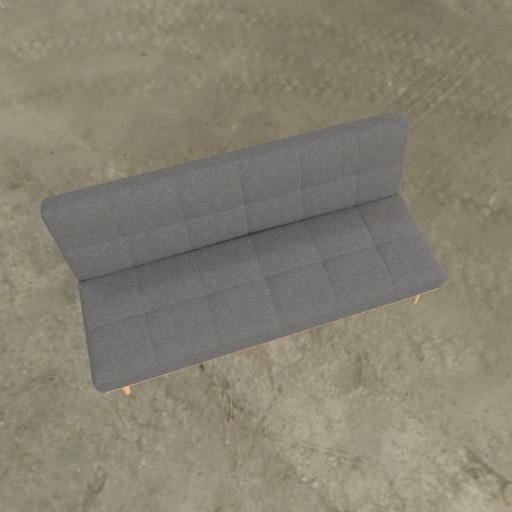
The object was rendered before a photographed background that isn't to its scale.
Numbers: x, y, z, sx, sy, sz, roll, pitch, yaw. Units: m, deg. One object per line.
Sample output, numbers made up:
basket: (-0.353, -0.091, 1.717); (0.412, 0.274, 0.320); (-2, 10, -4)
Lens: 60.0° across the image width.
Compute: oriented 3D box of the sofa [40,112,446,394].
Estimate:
sofa: (0.000, 0.000, 2.259); (1.820, 0.770, 0.820); (-16, 64, -8)
